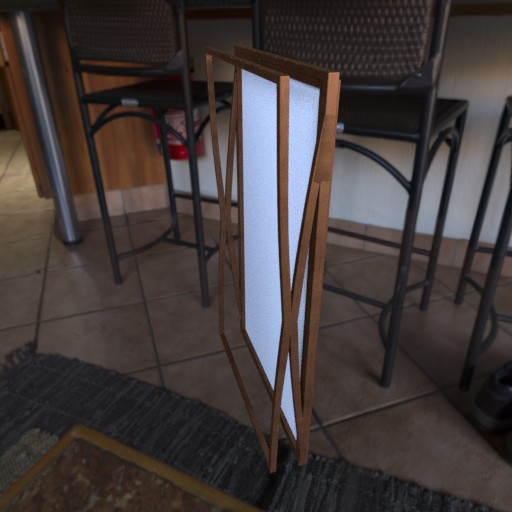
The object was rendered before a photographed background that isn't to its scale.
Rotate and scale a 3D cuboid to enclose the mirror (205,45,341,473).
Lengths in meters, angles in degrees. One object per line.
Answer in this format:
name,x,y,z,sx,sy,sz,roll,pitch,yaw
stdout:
mirror,0.000,0.000,0.930,0.082,0.768,0.468,-9,31,-15
